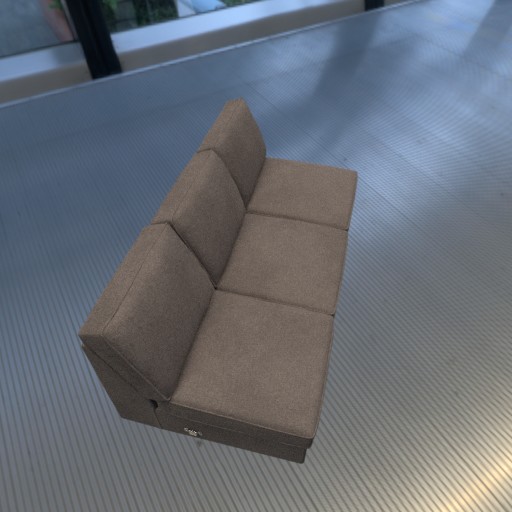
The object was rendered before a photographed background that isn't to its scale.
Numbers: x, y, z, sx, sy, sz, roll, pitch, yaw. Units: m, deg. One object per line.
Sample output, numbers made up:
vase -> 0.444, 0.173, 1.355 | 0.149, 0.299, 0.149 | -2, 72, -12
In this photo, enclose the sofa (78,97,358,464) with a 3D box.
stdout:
sofa -> 0.000, 0.000, 2.578 | 1.027, 0.973, 1.962 | 11, 48, 10
